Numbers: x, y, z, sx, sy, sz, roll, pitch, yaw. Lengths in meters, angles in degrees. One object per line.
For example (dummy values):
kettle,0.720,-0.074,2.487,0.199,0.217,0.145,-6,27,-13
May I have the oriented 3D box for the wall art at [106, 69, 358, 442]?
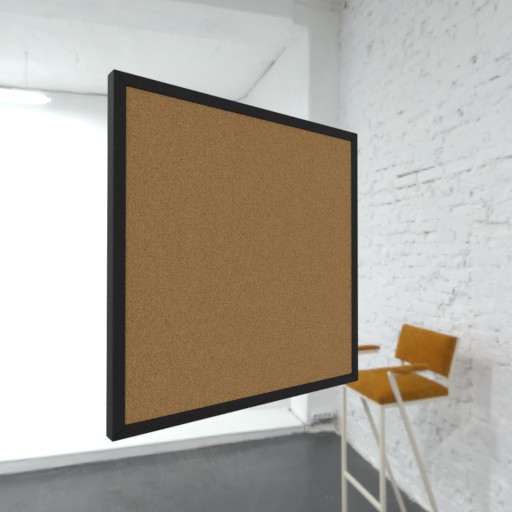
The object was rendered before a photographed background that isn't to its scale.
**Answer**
wall art,0.000,0.000,1.151,0.763,0.763,0.037,1,-1,-37
